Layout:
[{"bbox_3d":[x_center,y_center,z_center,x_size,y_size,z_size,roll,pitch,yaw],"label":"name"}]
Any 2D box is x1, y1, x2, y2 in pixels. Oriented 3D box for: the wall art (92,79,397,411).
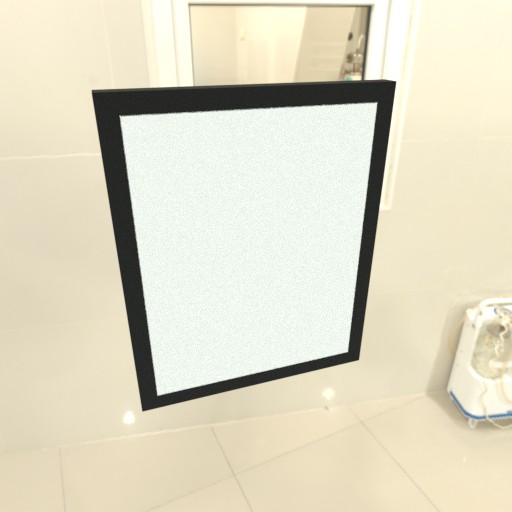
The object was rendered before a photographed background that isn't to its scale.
[{"bbox_3d":[0.000,0.000,0.559,0.329,0.404,0.024,-9,28,-16],"label":"wall art"}]
